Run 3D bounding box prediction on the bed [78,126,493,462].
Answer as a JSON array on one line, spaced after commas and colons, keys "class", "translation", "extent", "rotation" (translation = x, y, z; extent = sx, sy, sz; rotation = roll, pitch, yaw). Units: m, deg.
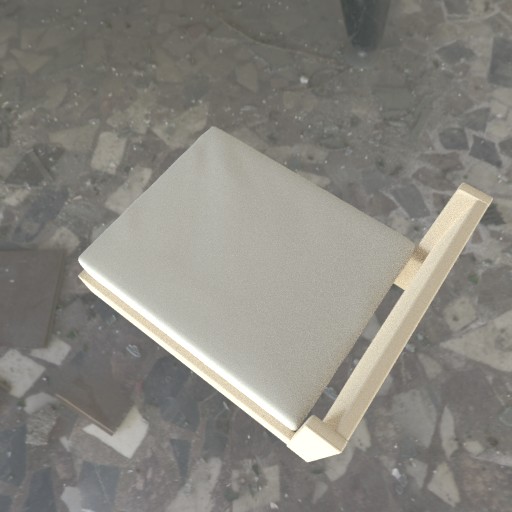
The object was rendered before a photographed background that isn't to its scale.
[{"class": "bed", "translation": [0.000, 0.000, 3.319], "extent": [2.280, 1.471, 1.765], "rotation": [33, 68, 15]}]
